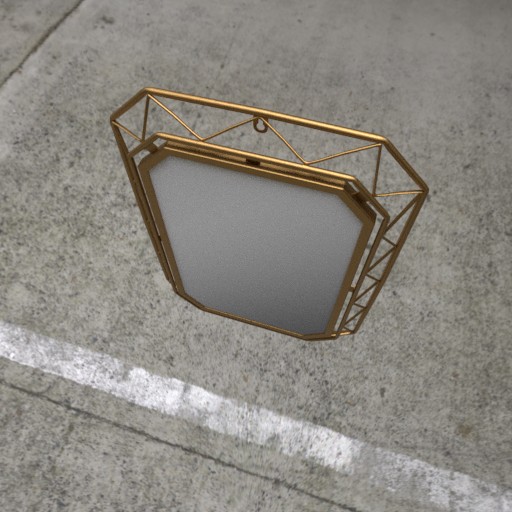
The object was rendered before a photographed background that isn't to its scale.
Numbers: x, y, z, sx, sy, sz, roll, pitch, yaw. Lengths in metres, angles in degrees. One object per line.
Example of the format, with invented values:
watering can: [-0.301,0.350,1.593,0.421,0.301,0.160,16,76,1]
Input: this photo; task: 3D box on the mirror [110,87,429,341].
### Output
mirror: [0.000,0.000,0.720,0.417,0.566,0.042,15,60,9]
